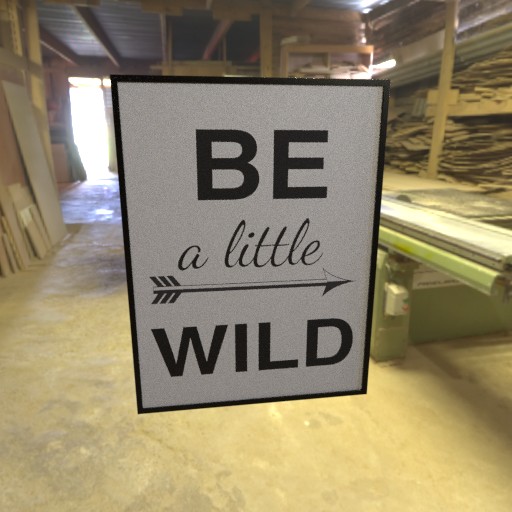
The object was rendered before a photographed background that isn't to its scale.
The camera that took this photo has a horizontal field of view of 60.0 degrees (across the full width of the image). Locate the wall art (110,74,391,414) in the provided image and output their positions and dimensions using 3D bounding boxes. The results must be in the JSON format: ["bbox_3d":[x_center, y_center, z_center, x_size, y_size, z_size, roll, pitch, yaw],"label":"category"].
[{"bbox_3d":[0.000,0.000,0.775,0.442,0.582,0.013,-2,16,-8],"label":"wall art"}]
